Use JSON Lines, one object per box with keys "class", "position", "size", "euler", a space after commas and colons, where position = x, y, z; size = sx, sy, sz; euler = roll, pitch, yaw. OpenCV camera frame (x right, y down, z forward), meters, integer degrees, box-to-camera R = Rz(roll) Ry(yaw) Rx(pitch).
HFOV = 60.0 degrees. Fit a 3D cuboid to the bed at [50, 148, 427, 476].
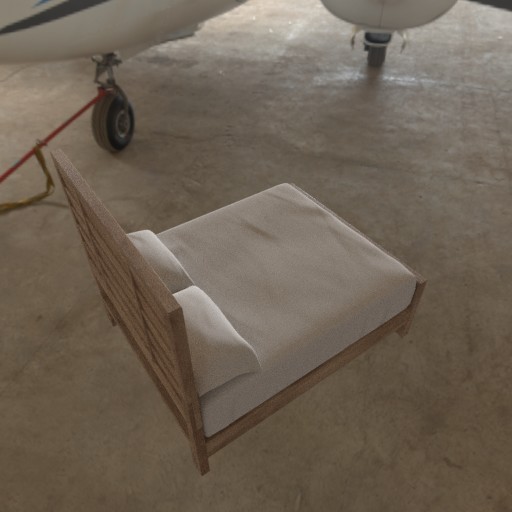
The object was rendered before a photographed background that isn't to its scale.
{"class": "bed", "position": [0.000, 0.000, 3.252], "size": [2.017, 1.631, 1.615], "euler": [-26, 48, -25]}
